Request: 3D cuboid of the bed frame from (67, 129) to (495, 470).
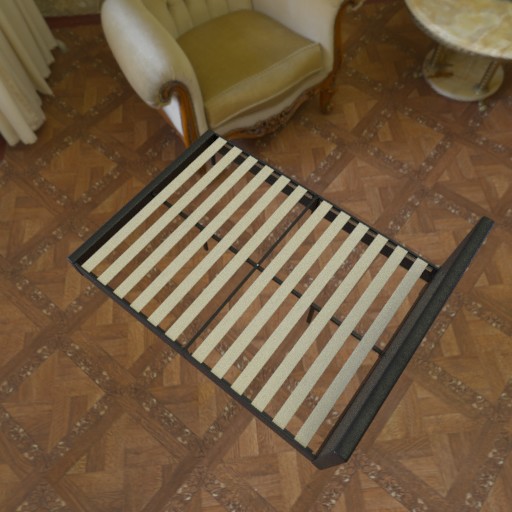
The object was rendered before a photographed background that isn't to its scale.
[{"bbox_3d":[0.000,0.000,3.136,2.318,1.127,1.634,34,67,17],"label":"bed frame"}]
